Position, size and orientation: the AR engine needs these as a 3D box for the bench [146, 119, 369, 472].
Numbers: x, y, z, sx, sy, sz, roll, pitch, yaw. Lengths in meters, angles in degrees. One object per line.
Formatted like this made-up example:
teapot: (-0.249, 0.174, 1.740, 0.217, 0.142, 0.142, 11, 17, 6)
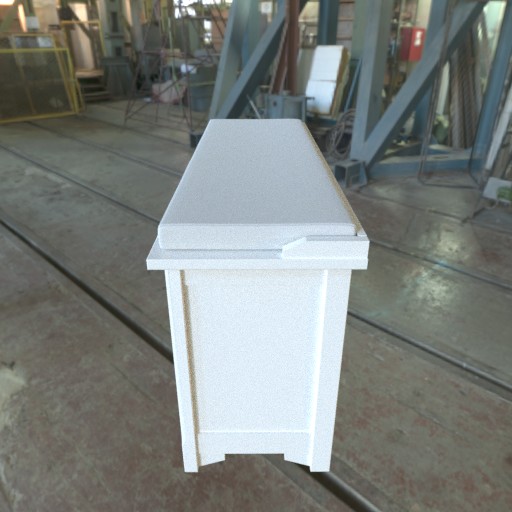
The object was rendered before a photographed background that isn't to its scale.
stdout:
bench: (0.000, 0.000, 1.243, 0.346, 0.589, 0.987, 0, 27, 0)
